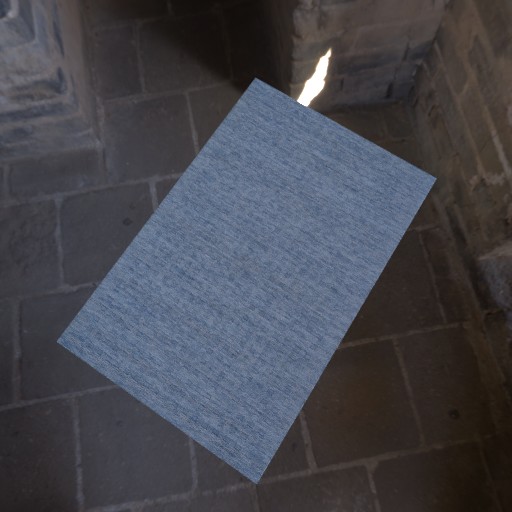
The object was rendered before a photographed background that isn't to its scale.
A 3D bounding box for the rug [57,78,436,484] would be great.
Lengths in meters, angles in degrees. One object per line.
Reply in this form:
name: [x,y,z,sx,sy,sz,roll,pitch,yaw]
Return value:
rug: [0.000,0.000,2.237,1.142,0.006,1.752,32,77,8]
